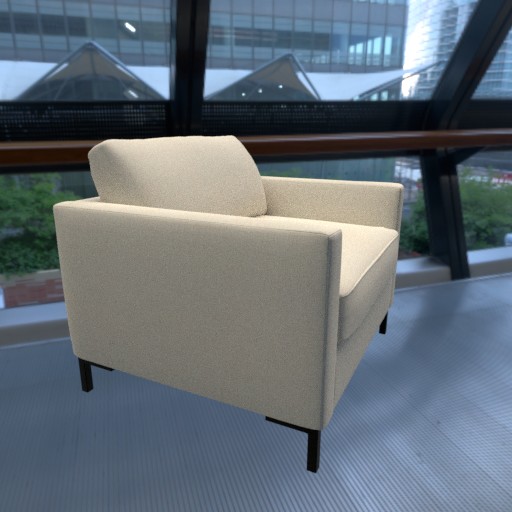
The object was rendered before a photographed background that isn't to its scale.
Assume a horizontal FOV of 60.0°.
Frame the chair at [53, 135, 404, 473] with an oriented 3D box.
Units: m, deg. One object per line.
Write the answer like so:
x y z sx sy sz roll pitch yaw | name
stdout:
0.000 0.000 1.557 0.875 0.806 0.964 8 18 26 | chair
